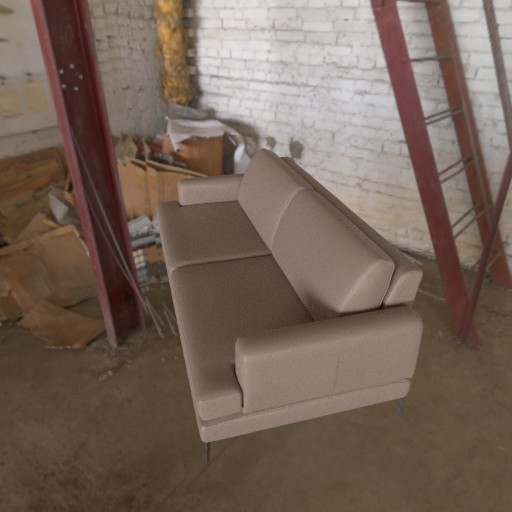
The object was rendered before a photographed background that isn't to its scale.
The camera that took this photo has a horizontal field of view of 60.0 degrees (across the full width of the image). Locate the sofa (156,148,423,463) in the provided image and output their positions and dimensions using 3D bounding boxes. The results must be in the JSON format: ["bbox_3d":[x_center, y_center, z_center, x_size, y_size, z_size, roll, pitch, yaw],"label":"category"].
[{"bbox_3d":[0.000,0.000,2.494,0.974,0.765,1.940,-8,30,-14],"label":"sofa"}]
